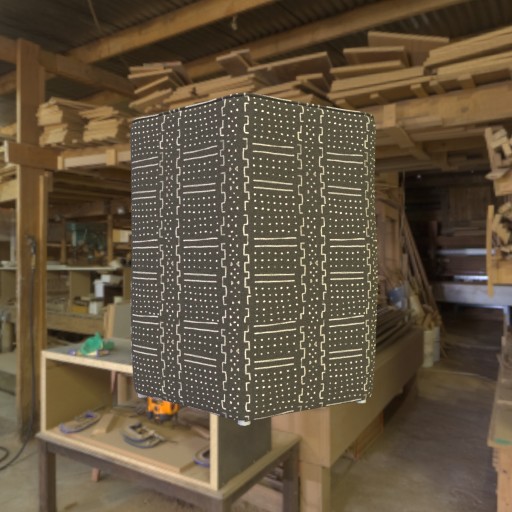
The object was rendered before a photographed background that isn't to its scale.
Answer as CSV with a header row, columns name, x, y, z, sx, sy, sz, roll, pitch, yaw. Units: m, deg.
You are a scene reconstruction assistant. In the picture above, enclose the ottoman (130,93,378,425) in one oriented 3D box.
name,x,y,z,sx,sy,sz,roll,pitch,yaw
ottoman,0.000,0.000,0.892,0.494,0.502,0.443,0,1,34
